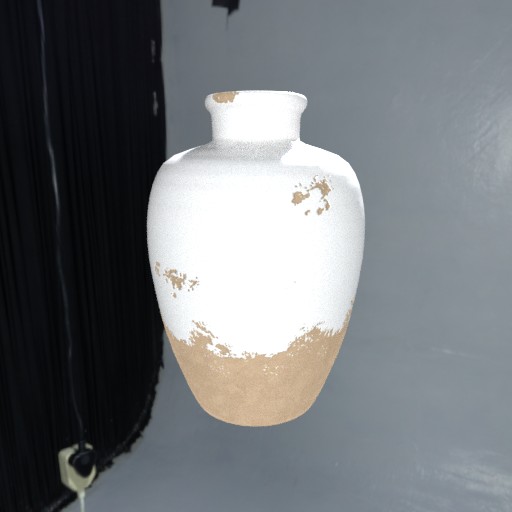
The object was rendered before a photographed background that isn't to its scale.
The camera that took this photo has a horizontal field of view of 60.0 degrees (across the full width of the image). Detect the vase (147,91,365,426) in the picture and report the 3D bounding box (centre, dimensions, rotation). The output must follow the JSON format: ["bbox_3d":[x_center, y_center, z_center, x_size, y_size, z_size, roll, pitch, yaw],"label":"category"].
[{"bbox_3d":[0.000,0.000,0.336,0.158,0.228,0.158,0,14,0],"label":"vase"}]
